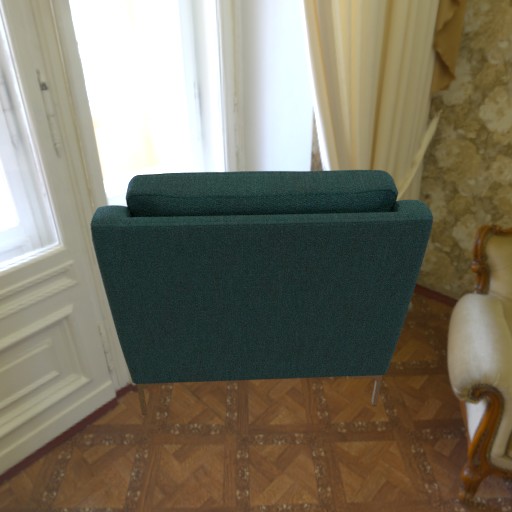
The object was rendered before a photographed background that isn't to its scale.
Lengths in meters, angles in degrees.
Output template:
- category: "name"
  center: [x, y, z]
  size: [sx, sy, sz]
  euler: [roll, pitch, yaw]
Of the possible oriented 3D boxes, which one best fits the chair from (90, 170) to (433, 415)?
- category: "chair"
  center: [0.000, 0.000, 1.570]
  size: [0.847, 0.828, 0.849]
  euler: [-1, 30, -2]
